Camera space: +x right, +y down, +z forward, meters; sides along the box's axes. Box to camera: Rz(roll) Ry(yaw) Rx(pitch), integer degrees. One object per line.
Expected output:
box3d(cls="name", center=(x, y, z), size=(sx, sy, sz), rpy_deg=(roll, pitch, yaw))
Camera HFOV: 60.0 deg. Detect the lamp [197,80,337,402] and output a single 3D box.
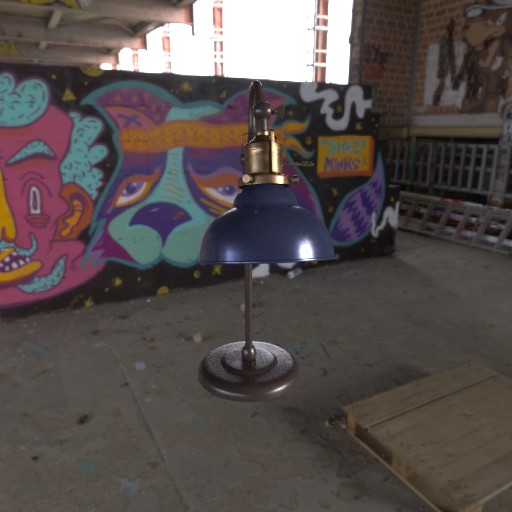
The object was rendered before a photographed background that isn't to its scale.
box3d(cls="lamp", center=(0.000, 0.000, 0.685), size=(0.192, 0.508, 0.374), rpy_deg=(-2, 16, -8))
